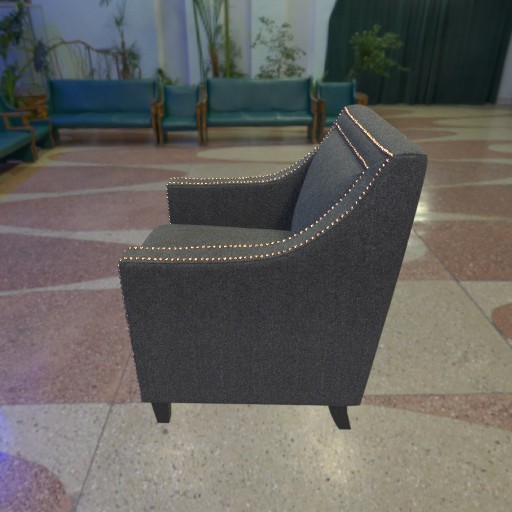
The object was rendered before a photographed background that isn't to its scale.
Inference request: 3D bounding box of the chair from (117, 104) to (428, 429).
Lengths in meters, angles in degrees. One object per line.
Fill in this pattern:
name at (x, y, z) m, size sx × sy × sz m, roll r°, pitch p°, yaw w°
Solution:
chair at (0.000, 0.000, 1.636) m, size 0.884 × 0.967 × 0.776 m, roll 1°, pitch 27°, yaw 1°
